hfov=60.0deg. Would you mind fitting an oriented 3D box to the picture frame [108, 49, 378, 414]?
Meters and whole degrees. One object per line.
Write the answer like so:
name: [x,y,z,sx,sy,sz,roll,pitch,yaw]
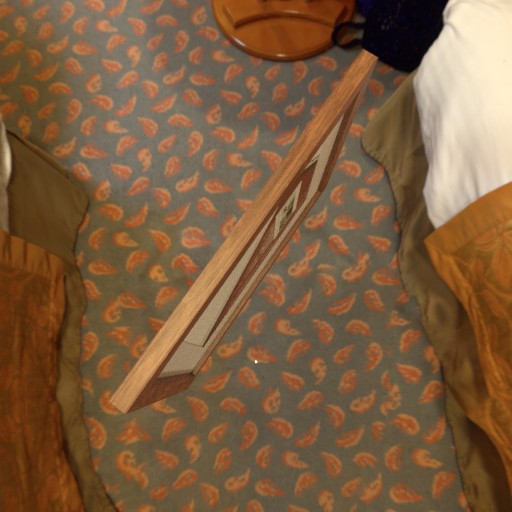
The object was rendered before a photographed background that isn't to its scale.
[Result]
picture frame: [0.000,0.000,0.776,0.025,0.457,0.559,34,79,8]
